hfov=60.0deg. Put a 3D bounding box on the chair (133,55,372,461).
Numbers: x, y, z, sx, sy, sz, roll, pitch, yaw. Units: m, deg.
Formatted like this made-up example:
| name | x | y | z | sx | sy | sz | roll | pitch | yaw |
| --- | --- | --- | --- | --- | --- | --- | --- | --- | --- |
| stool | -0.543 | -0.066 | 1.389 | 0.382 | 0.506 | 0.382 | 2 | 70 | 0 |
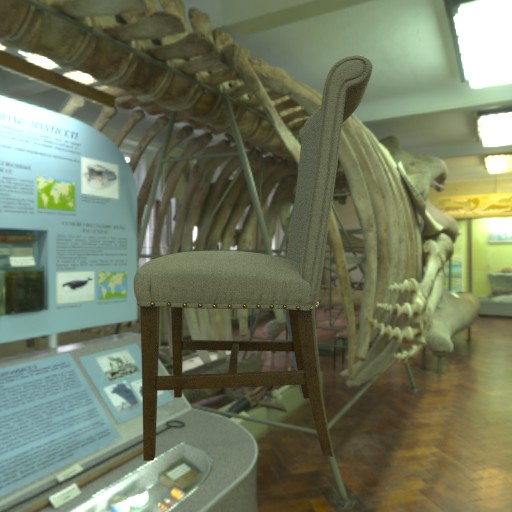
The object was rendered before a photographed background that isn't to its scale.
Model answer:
| name | x | y | z | sx | sy | sz | roll | pitch | yaw |
| --- | --- | --- | --- | --- | --- | --- | --- | --- | --- |
| chair | 0.000 | 0.000 | 1.320 | 0.608 | 0.988 | 0.513 | 0 | 1 | -1 |
